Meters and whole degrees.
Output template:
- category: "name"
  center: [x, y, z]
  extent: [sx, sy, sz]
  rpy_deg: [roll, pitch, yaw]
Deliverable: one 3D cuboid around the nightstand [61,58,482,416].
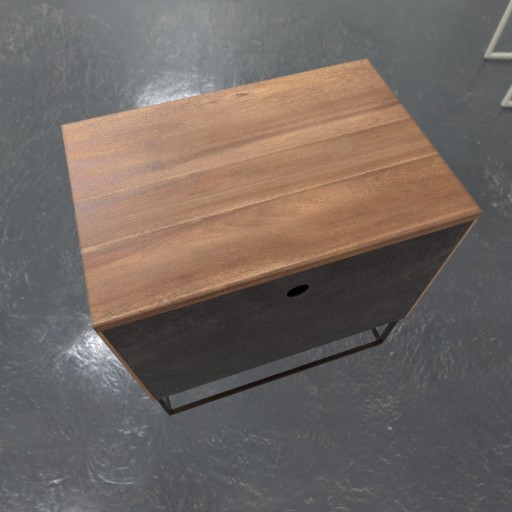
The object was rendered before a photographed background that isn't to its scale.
- category: "nightstand"
  center: [0.000, 0.000, 1.007]
  extent: [0.605, 0.611, 0.427]
  rpy_deg: [-16, 60, -10]
